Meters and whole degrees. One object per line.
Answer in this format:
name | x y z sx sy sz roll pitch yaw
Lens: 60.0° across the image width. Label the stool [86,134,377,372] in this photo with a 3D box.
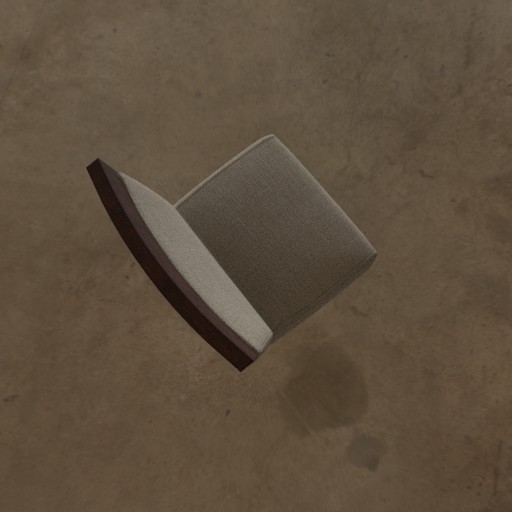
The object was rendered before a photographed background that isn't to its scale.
stool | 0.000 0.000 1.414 0.531 1.117 0.511 -38 80 -8
